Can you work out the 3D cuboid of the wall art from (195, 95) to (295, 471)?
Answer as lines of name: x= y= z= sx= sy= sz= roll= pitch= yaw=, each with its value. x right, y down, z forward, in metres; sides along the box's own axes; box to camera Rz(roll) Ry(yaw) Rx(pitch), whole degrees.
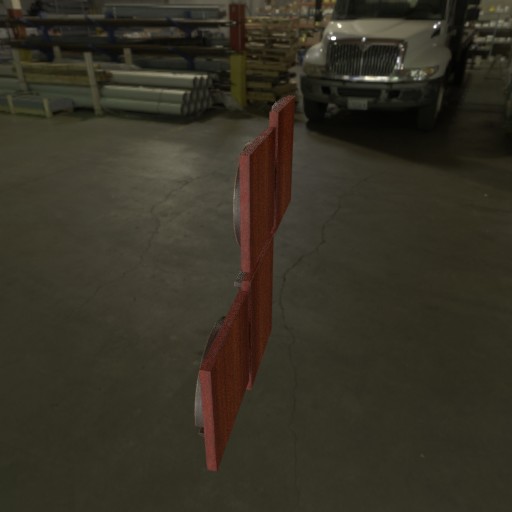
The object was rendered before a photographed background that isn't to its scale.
wall art: x=0.000 y=0.000 z=0.855 sx=0.030 sy=0.497 sz=0.635 roll=7 pitch=29 yaw=12
